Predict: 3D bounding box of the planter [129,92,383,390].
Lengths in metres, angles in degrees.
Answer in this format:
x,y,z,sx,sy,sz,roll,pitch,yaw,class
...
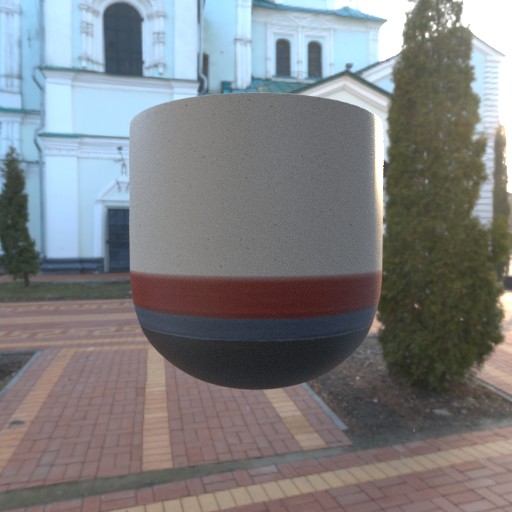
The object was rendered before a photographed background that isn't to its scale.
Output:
x,y,z,sx,sy,sz,roll,pitch,yaw,class
0.000,0.000,0.489,0.268,0.270,0.268,0,2,0,planter
